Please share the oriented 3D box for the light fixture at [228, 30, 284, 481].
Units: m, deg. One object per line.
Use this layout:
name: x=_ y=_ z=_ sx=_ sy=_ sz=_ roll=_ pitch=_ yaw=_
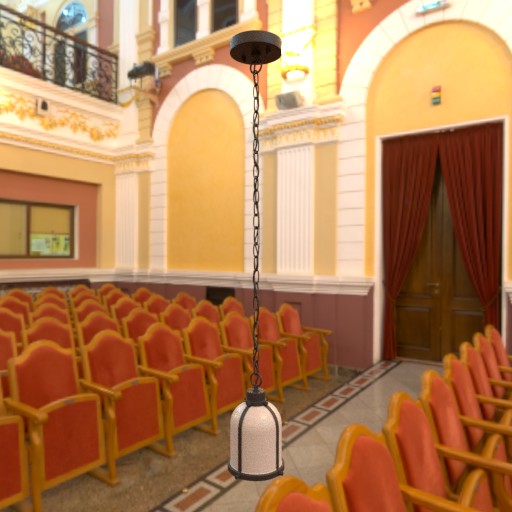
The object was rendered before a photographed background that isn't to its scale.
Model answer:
light fixture: x=0.000 y=0.000 z=1.235 sx=0.178 sy=1.181 sz=0.178 roll=0 pitch=1 yaw=36
